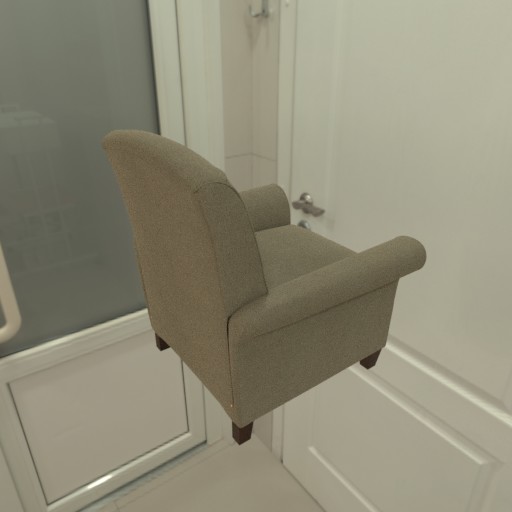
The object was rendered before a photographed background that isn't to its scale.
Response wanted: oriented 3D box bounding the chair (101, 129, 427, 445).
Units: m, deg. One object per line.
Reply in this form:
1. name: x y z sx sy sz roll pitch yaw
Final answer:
1. chair: 0.000 0.000 1.808 0.905 1.061 0.978 -18 31 -32
